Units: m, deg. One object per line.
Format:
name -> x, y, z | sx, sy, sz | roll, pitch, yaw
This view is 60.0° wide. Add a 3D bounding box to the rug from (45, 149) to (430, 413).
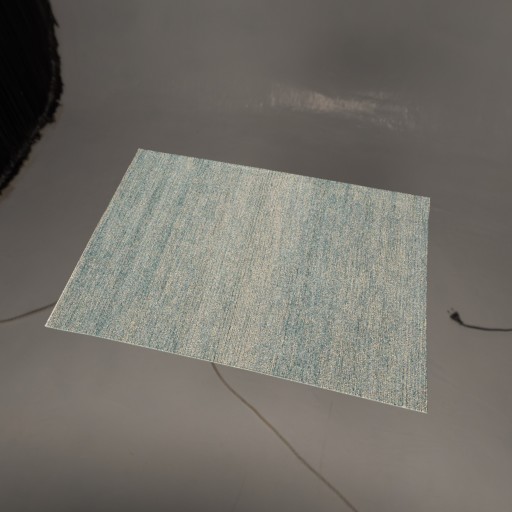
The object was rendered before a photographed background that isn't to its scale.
rug -> 0.000, 0.000, 5.300 | 4.078, 0.052, 2.802 | 11, 58, 7
